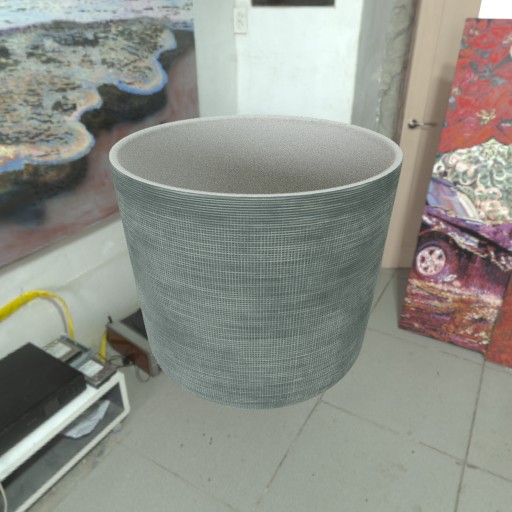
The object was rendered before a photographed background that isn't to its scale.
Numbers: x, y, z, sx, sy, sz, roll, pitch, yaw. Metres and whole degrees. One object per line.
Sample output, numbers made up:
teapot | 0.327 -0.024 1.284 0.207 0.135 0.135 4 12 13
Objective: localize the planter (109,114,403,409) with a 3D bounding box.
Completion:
planter | 0.000 0.000 0.785 0.440 0.398 0.440 0 29 0
